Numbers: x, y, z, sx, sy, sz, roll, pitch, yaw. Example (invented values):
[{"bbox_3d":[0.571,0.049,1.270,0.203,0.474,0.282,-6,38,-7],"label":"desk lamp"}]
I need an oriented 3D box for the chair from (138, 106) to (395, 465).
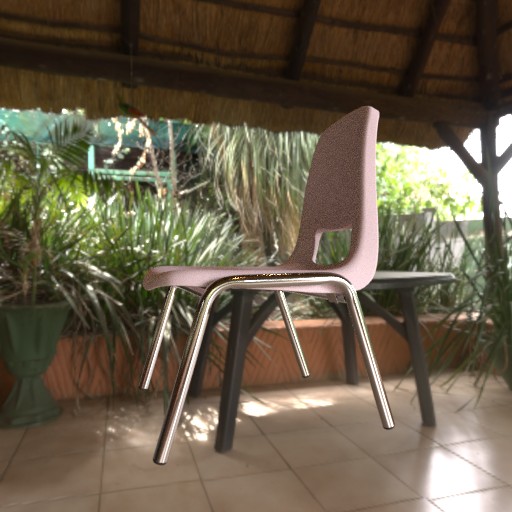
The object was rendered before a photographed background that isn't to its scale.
[{"bbox_3d":[0.000,0.000,0.785,0.385,0.536,0.354,0,0,-18],"label":"chair"}]
